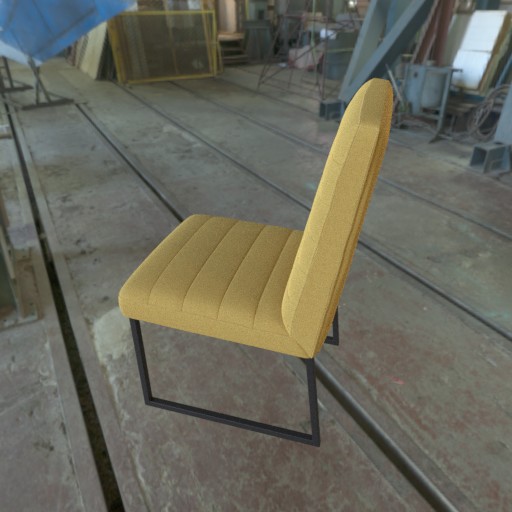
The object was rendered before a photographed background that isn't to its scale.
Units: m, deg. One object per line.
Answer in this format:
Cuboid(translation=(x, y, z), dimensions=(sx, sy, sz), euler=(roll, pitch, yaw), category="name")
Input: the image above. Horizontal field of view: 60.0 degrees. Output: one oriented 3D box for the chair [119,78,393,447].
Cuboid(translation=(0.000, 0.000, 1.285), dimensions=(0.634, 0.930, 0.520), euler=(8, 32, 14), category="chair")
